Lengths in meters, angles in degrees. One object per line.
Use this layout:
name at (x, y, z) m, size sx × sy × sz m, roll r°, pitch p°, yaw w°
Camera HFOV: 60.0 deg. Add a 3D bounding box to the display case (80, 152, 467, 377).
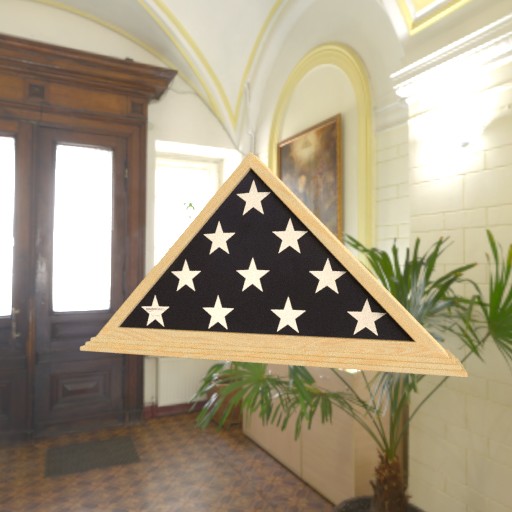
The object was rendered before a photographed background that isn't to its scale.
display case at (0.000, 0.000, 0.755) m, size 0.640 × 0.340 × 0.095 m, roll 0°, pitch -1°, yaw 18°
